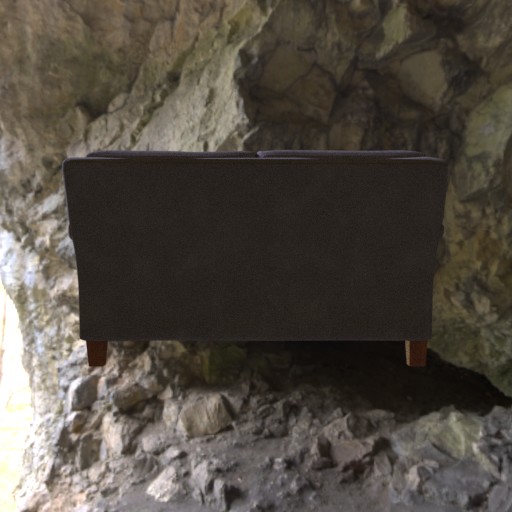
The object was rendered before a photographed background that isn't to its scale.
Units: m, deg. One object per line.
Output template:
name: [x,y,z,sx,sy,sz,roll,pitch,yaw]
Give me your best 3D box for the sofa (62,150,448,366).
sofa: [0.000,0.000,2.566,1.853,1.101,1.084,0,2,0]
